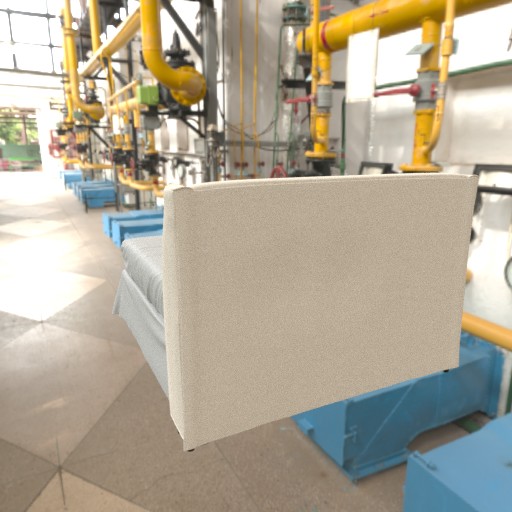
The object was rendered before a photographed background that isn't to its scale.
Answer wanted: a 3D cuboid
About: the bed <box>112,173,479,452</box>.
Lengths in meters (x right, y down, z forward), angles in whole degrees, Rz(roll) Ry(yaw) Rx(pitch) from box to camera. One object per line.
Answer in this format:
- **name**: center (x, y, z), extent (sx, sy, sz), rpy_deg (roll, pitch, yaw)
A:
- **bed**: center (0.000, 0.000, 3.388), extent (1.925, 1.332, 2.276), rpy_deg (-7, 15, -26)
